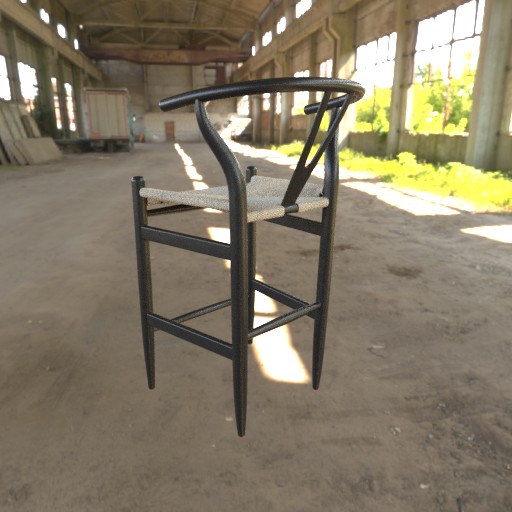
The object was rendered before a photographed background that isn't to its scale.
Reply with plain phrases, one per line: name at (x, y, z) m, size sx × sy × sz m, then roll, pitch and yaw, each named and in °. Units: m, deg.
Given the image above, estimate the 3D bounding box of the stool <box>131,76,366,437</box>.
stool at (0.000, 0.000, 1.346) m, size 0.569 × 0.970 × 0.579 m, roll -16°, pitch 23°, yaw -42°
